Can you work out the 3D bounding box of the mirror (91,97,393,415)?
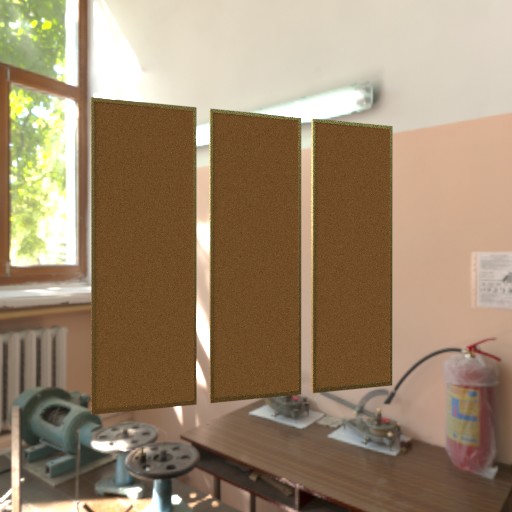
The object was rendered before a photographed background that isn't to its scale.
[{"bbox_3d":[0.000,0.000,1.449,1.011,0.926,0.023,0,0,-17],"label":"mirror"}]
